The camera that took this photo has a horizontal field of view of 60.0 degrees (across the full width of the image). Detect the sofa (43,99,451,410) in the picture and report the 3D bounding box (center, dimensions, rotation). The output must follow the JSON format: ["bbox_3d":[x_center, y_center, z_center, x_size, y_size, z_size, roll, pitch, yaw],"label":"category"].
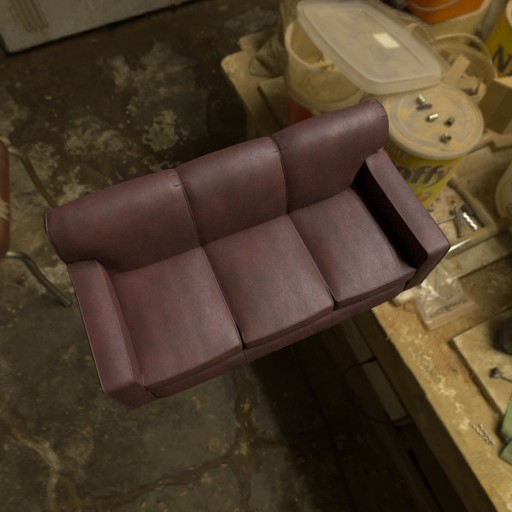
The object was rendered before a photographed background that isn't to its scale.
[{"bbox_3d":[0.000,0.000,2.636,2.039,0.953,1.008,-21,65,-11],"label":"sofa"}]
